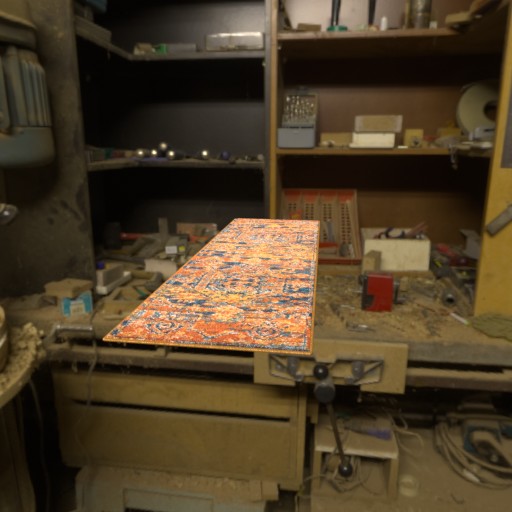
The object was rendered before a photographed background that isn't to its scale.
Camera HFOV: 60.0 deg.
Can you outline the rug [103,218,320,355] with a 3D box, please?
[{"bbox_3d":[0.000,0.000,2.004,0.556,0.013,1.820,2,15,8],"label":"rug"}]
